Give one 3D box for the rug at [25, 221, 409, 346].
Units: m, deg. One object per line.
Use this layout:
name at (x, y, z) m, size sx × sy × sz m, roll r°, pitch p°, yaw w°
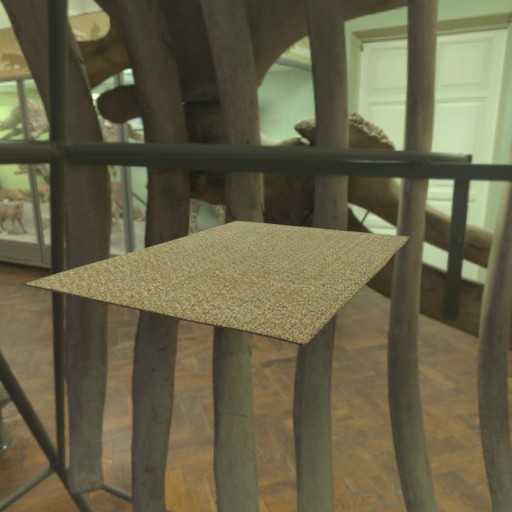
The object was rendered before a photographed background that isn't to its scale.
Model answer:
rug at (0.000, 0.000, 2.826) m, size 1.566 × 0.013 × 2.141 m, roll 7°, pitch 16°, yaw 26°
